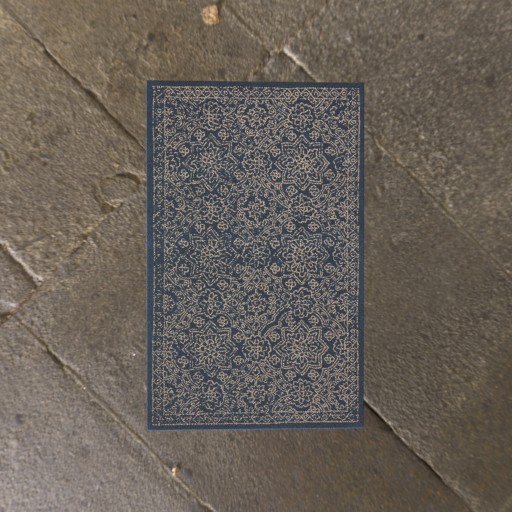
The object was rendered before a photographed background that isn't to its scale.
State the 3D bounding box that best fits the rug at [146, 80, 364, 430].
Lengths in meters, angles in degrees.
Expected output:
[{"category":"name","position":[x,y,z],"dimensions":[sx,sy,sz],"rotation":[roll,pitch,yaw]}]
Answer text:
[{"category":"rug","position":[0.000,0.000,3.111],"dimensions":[1.526,0.015,2.441],"rotation":[0,91,-2]}]
